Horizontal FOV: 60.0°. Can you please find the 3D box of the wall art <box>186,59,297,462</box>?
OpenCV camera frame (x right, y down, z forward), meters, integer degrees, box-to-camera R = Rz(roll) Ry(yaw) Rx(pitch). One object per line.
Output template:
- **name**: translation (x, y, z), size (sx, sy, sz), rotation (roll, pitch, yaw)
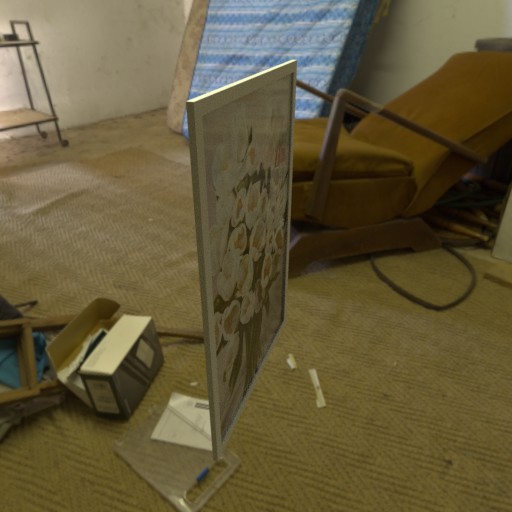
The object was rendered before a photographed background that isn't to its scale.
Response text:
- **wall art**: translation (0.000, 0.000, 1.266), size (0.015, 0.965, 0.660), rotation (10, 32, 17)
